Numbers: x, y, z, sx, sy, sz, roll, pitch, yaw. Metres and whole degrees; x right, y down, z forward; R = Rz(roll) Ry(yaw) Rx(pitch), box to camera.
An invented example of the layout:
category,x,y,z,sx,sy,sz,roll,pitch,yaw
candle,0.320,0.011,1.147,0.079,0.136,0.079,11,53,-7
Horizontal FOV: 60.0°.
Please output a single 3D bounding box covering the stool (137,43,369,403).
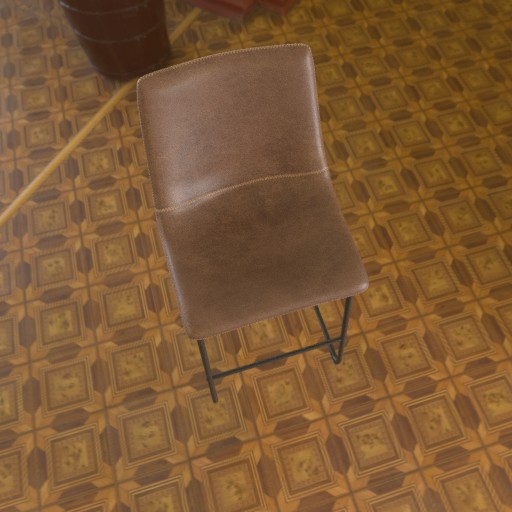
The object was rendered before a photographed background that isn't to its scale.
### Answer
category,x,y,z,sx,sy,sz,roll,pitch,yaw
stool,0.000,0.000,1.217,0.460,0.890,0.550,-15,64,-8
